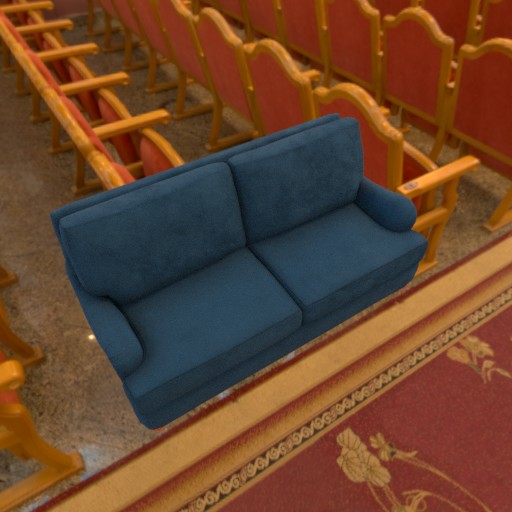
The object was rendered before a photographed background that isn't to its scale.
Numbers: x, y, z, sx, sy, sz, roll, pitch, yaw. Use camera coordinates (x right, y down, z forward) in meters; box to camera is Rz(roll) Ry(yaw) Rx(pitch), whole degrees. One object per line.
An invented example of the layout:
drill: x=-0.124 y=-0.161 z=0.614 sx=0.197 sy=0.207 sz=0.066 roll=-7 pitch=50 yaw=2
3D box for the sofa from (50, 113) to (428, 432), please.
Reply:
sofa: x=0.000 y=0.000 z=2.841 sx=2.141 sy=1.101 sz=1.084 roll=-25 pitch=51 yaw=-22
